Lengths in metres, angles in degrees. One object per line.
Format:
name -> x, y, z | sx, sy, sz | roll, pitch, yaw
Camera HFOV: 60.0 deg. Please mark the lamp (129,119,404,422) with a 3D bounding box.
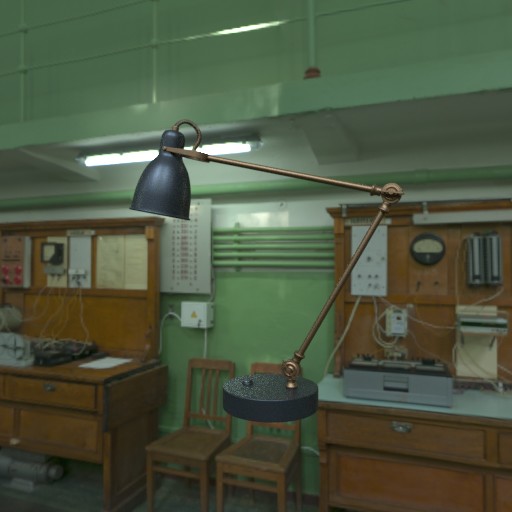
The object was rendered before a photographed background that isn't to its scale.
lamp -> 0.000, 0.000, 0.882 | 0.561, 0.587, 0.187 | 0, -1, 18
